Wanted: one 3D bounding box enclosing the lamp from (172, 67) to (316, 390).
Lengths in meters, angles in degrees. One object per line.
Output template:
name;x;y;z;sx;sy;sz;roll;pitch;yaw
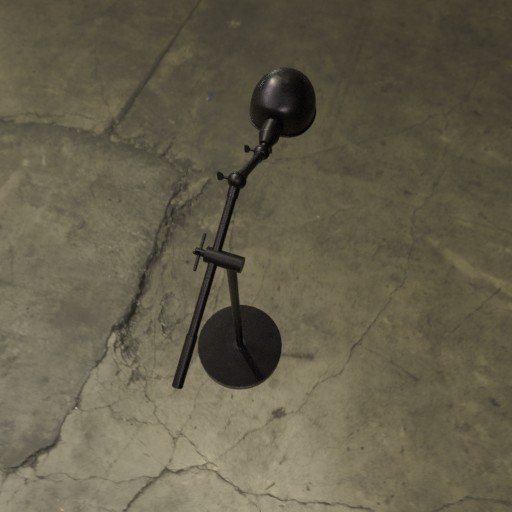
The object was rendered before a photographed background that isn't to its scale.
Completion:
lamp;0.000;0.000;0.832;0.185;0.495;0.567;17;63;9
